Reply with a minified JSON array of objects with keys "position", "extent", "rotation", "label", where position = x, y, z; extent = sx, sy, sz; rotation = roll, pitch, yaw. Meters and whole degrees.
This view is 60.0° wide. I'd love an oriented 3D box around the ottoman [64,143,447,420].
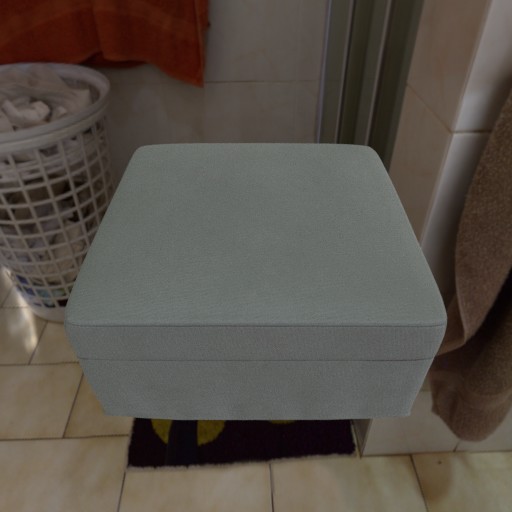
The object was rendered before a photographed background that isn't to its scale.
[{"position":[0.000,0.000,1.341],"extent":[0.843,0.441,0.842],"rotation":[0,40,0],"label":"ottoman"}]
